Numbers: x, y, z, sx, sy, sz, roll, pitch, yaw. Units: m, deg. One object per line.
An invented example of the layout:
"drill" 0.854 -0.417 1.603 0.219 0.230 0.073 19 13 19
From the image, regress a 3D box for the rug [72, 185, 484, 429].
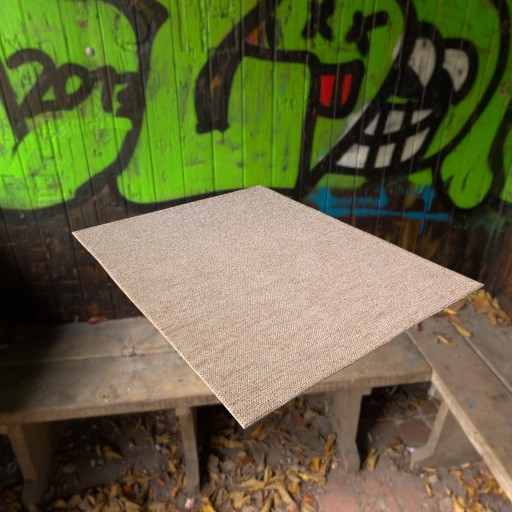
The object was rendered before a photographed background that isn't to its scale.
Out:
"rug" 0.000 0.000 4.061 2.406 0.012 3.034 -19 34 -32
